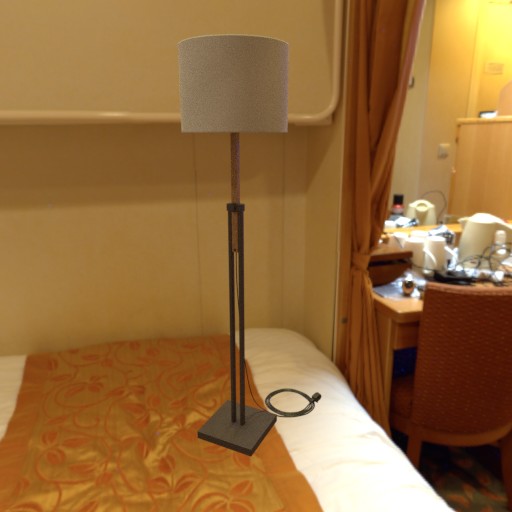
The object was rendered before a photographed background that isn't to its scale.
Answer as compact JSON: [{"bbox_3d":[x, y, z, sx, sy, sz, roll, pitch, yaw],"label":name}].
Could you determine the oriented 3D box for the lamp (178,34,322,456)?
[{"bbox_3d":[0.000,0.000,1.935,0.474,1.650,0.639,8,17,25],"label":"lamp"}]
